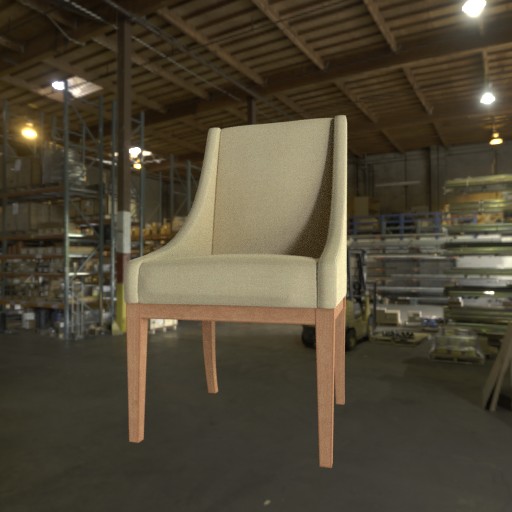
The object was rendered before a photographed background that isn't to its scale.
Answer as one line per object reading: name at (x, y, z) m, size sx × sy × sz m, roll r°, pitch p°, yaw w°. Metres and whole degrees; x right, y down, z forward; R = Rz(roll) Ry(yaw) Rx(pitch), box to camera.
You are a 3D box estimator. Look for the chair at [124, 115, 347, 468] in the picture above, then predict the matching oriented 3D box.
chair at (0.000, 0.000, 1.415) m, size 0.575 × 1.021 × 0.611 m, roll 0°, pitch -2°, yaw 17°
